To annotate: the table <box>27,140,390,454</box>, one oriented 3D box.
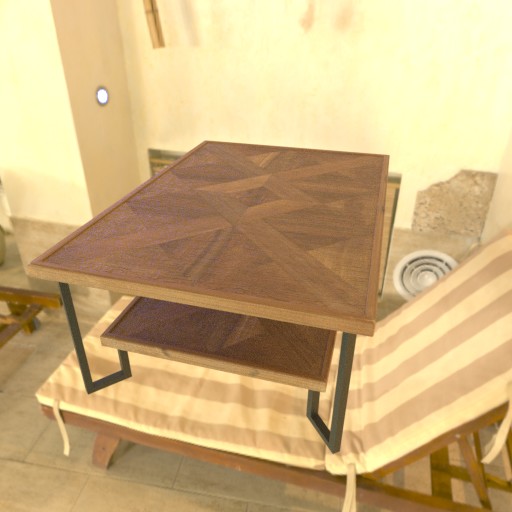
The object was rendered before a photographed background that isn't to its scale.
[{"bbox_3d":[0.000,0.000,1.671,0.877,0.492,1.238,8,31,14],"label":"table"}]
